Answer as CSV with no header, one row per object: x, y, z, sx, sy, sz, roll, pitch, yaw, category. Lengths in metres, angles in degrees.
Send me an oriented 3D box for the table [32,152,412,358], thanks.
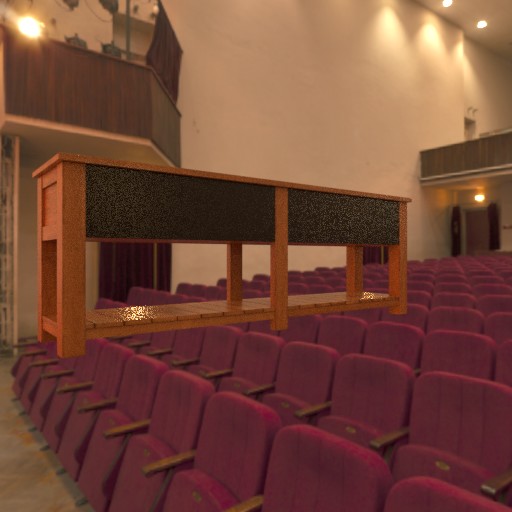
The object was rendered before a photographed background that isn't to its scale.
0.000,0.000,2.060,1.815,0.635,0.425,0,0,-37,table
